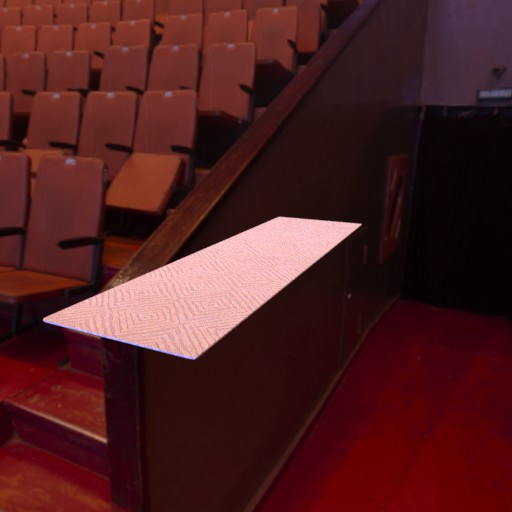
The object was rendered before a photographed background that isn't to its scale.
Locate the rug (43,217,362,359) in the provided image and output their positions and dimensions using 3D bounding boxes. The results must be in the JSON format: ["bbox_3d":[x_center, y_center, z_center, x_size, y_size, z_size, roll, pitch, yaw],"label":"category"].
[{"bbox_3d":[0.000,0.000,2.488,0.676,0.008,2.277,7,17,25],"label":"rug"}]
